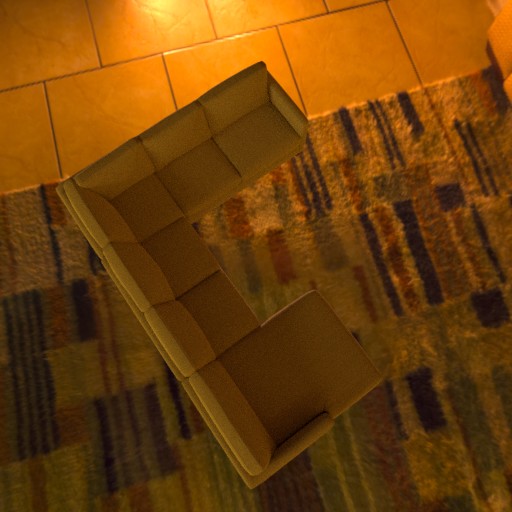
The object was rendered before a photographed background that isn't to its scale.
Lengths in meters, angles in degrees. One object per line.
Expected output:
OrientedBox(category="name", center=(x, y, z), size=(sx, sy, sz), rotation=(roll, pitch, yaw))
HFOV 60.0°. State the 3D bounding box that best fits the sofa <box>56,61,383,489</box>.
OrientedBox(category="sofa", center=(0.000, 0.000, 4.551), size=(2.594, 0.961, 3.460), rotation=(-35, 78, -8))
